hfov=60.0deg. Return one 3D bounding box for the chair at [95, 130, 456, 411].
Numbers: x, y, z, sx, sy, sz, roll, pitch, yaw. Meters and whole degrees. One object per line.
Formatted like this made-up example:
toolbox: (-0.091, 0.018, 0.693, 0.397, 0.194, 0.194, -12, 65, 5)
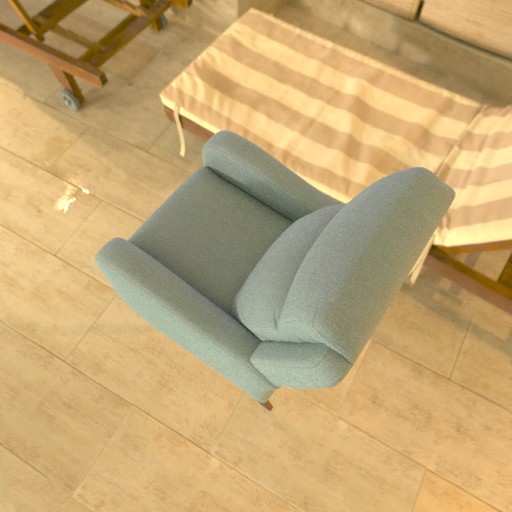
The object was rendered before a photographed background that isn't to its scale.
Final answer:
chair: (0.000, 0.000, 1.692, 0.988, 1.067, 0.785, 32, 67, 16)
